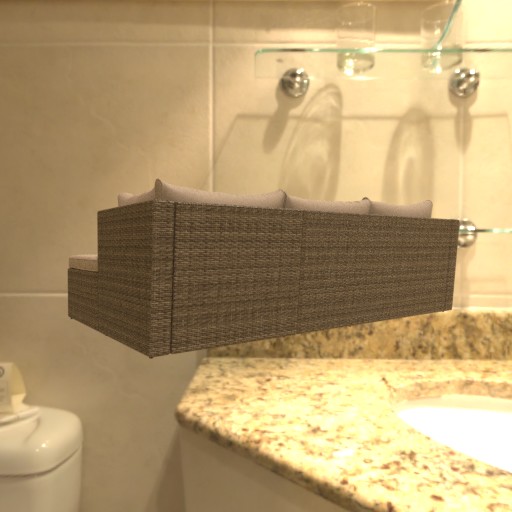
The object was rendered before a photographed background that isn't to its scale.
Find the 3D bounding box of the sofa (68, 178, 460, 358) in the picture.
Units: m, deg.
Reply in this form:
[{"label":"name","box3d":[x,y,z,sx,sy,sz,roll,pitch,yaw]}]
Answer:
[{"label":"sofa","box3d":[0.000,0.000,3.000,2.192,0.766,1.662,-1,2,-36]}]
